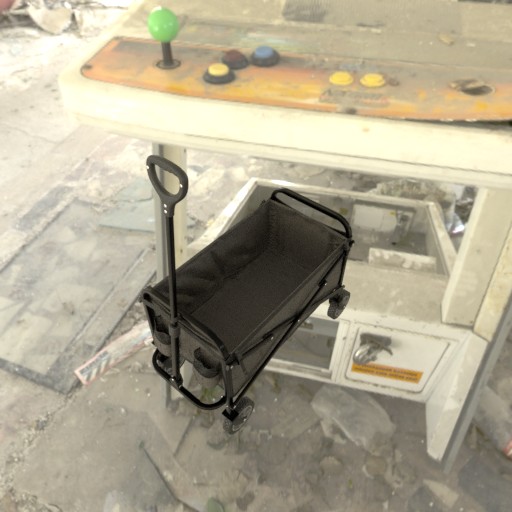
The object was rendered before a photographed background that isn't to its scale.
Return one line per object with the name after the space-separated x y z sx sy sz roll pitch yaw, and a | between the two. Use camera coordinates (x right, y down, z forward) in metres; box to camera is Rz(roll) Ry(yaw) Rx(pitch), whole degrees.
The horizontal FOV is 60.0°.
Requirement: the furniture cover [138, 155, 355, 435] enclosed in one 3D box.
0.000 0.000 1.833 0.532 1.295 1.038 31 53 27 | furniture cover
